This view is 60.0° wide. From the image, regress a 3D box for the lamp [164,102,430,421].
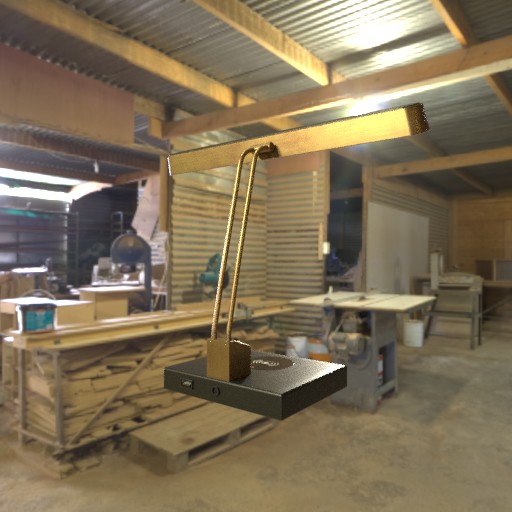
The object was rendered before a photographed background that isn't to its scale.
[{"bbox_3d":[0.000,0.000,0.579,0.412,0.345,0.156,0,0,38],"label":"lamp"}]
